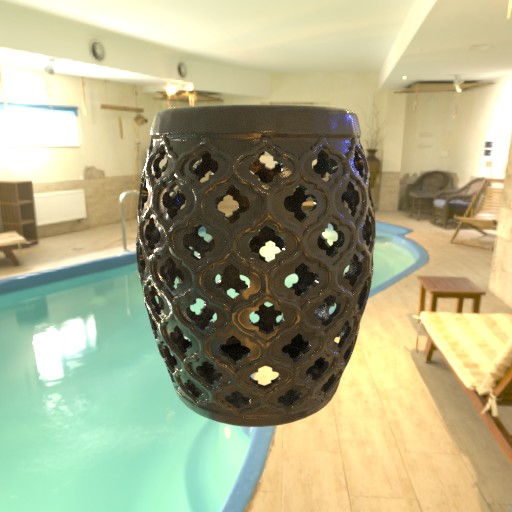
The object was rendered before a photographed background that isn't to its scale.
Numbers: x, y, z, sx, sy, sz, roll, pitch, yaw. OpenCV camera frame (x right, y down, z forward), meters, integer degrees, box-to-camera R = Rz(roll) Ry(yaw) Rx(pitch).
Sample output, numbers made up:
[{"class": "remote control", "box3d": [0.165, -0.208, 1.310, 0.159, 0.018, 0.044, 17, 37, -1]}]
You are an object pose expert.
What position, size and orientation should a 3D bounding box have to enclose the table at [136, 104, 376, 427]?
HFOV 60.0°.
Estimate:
[{"class": "table", "box3d": [0.000, 0.000, 0.628, 0.325, 0.388, 0.325, 0, 14, 0]}]
